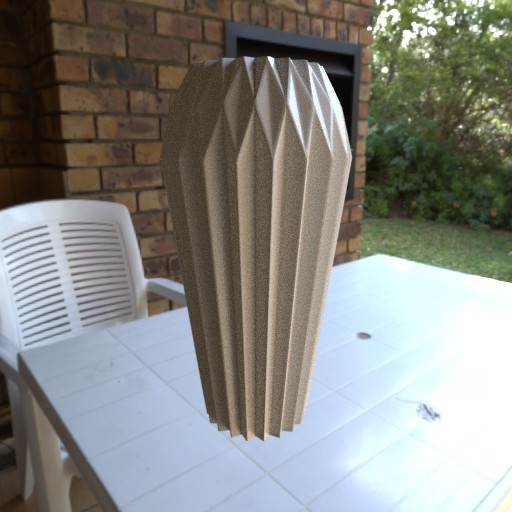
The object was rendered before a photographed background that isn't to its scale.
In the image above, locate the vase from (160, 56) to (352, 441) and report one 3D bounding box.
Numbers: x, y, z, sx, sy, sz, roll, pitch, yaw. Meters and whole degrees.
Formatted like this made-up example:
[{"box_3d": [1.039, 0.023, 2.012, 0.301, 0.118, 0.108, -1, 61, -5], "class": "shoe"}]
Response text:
[{"box_3d": [0.000, 0.000, 0.333, 0.133, 0.263, 0.133, 0, 15, 0], "class": "vase"}]
